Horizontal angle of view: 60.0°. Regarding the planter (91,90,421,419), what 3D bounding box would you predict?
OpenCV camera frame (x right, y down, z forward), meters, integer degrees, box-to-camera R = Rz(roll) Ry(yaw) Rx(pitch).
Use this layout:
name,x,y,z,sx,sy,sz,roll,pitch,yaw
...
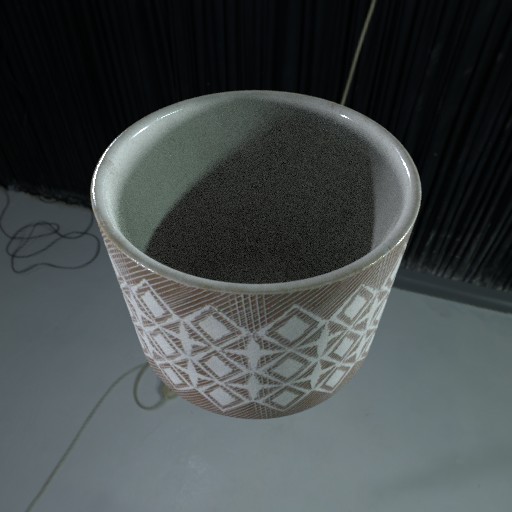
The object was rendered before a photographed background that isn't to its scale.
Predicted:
name,x,y,z,sx,sy,sz,roll,pitch,yaw
planter,0.000,0.000,0.213,0.126,0.104,0.126,0,47,0
